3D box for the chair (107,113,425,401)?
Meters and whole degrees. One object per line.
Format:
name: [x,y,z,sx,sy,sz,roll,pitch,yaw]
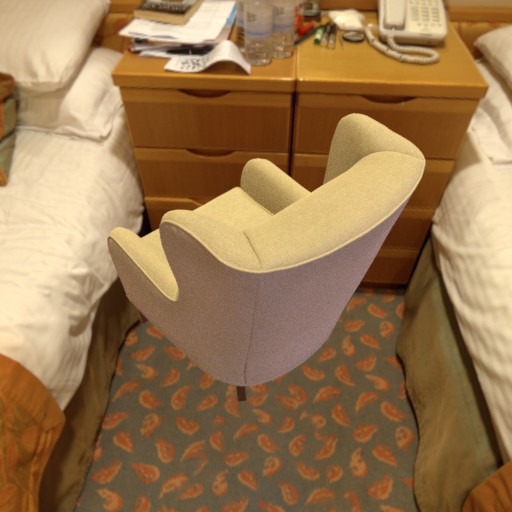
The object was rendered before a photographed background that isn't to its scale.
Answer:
chair: [0.000,0.000,1.769,0.838,1.040,0.966,-33,54,-28]
